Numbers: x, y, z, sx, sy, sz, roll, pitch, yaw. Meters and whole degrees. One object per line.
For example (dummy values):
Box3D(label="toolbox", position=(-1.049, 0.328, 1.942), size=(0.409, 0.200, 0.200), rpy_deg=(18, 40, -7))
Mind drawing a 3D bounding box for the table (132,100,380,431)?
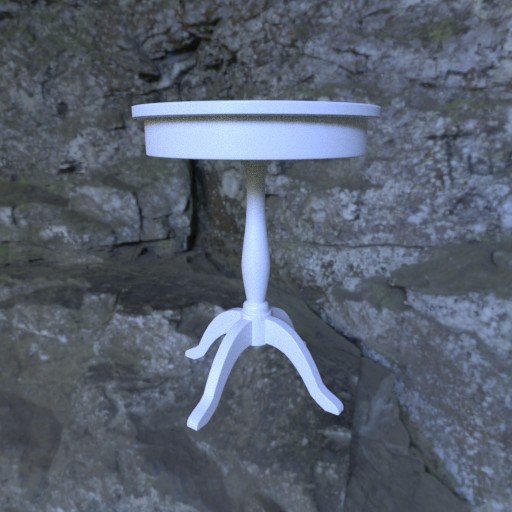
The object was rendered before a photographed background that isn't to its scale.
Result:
Box3D(label="table", position=(0.000, 0.000, 1.032), size=(0.513, 0.653, 0.513), rpy_deg=(0, 16, 0))
